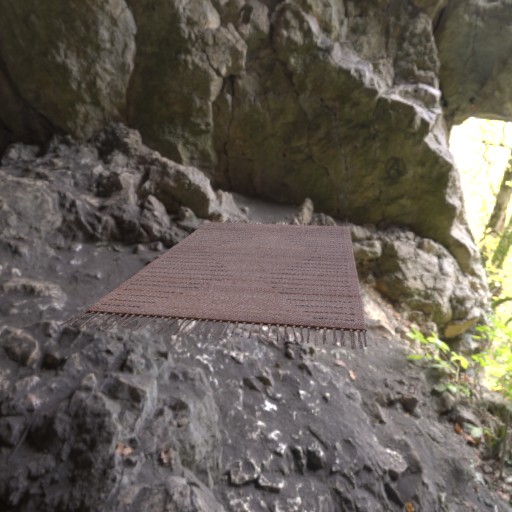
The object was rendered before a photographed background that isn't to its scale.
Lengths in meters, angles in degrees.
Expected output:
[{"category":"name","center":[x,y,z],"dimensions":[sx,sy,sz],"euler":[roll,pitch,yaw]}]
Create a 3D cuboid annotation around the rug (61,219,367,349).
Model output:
[{"category":"rug","center":[0.000,0.000,2.062],"dimensions":[0.905,0.017,1.718],"euler":[3,16,9]}]
